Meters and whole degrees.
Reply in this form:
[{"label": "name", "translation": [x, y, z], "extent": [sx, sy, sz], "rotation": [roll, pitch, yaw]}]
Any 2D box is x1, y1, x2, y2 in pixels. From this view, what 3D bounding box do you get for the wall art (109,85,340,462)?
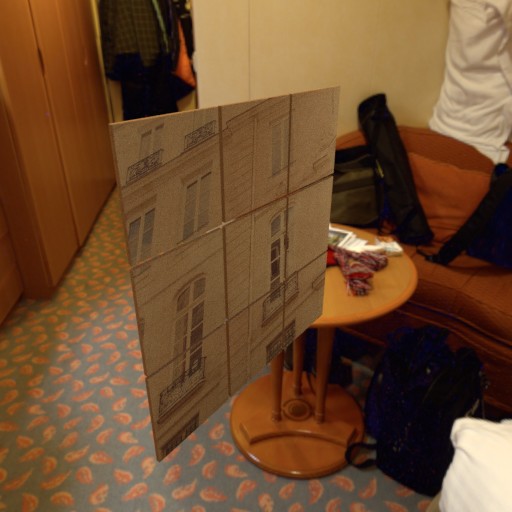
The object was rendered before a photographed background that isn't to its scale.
[{"label": "wall art", "translation": [0.000, 0.000, 1.360], "extent": [0.018, 0.913, 0.915], "rotation": [18, 32, 33]}]
